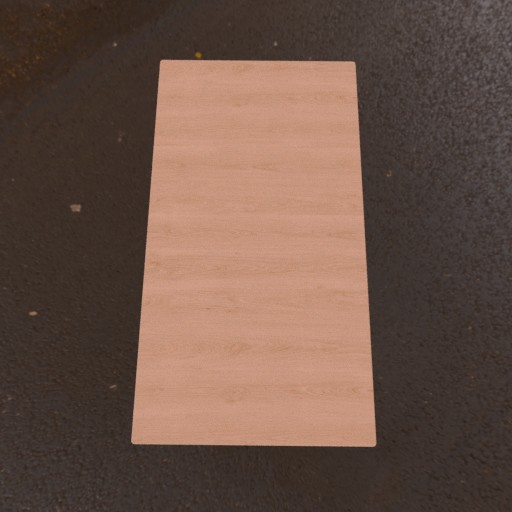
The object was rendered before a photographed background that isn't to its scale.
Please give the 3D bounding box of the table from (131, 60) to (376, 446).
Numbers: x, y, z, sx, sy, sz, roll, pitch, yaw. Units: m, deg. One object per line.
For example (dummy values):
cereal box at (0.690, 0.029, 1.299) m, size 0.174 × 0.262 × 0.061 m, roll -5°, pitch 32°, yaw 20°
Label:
table at (0.000, 0.000, 2.079) m, size 0.900 × 0.760 × 1.600 m, roll 1°, pitch 75°, yaw 0°
